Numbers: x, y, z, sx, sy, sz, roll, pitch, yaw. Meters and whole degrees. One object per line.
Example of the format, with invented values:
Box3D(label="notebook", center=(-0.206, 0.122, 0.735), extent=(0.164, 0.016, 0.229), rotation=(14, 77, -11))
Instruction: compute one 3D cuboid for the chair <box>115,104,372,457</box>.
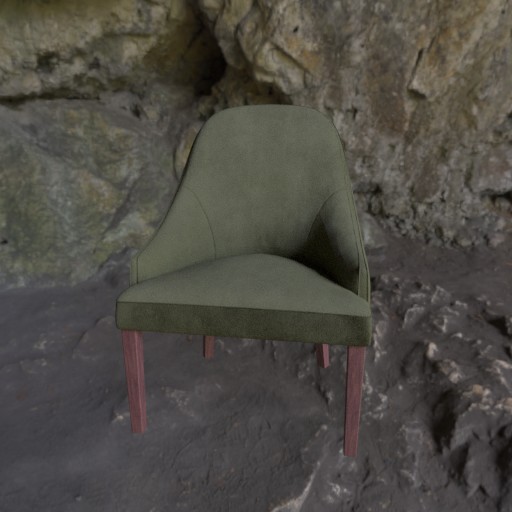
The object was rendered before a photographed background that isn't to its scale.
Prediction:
Box3D(label="chair", center=(0.000, 0.000, 1.313), extent=(0.643, 0.889, 0.575), rotation=(2, 15, 9))
